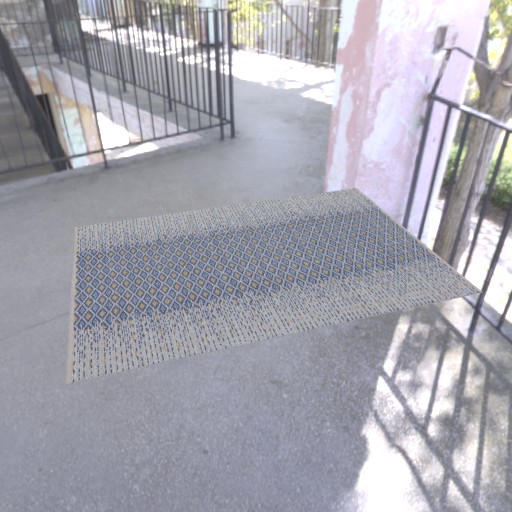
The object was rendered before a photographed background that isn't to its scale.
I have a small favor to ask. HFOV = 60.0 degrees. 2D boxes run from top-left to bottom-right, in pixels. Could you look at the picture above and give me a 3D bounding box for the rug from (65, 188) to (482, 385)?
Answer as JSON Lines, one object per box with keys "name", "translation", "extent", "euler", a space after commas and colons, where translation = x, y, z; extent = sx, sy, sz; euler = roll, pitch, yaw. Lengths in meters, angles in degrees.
{"name": "rug", "translation": [0.000, 0.000, 2.319], "extent": [1.828, 0.005, 1.219], "euler": [-10, 34, -14]}
